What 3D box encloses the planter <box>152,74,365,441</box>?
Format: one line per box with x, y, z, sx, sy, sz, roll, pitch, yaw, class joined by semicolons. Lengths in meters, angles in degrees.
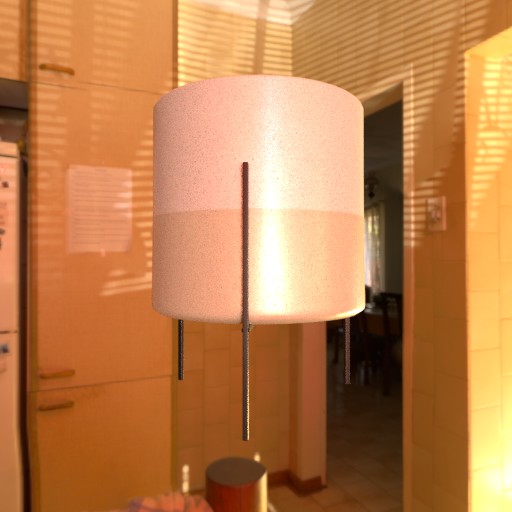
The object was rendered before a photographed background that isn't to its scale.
0.000;0.000;0.769;0.368;0.484;0.359;0;-1;35;planter
